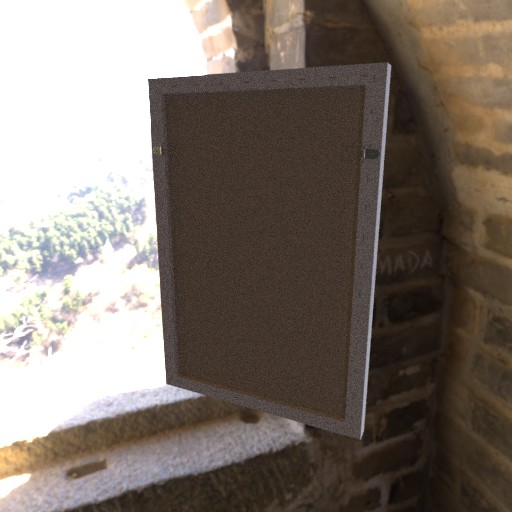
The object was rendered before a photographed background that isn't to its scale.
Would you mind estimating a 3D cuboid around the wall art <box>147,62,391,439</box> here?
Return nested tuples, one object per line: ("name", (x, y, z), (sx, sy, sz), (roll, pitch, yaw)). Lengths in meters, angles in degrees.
("wall art", (0.000, 0.000, 1.184), (0.624, 0.914, 0.043), (7, 17, 25))
